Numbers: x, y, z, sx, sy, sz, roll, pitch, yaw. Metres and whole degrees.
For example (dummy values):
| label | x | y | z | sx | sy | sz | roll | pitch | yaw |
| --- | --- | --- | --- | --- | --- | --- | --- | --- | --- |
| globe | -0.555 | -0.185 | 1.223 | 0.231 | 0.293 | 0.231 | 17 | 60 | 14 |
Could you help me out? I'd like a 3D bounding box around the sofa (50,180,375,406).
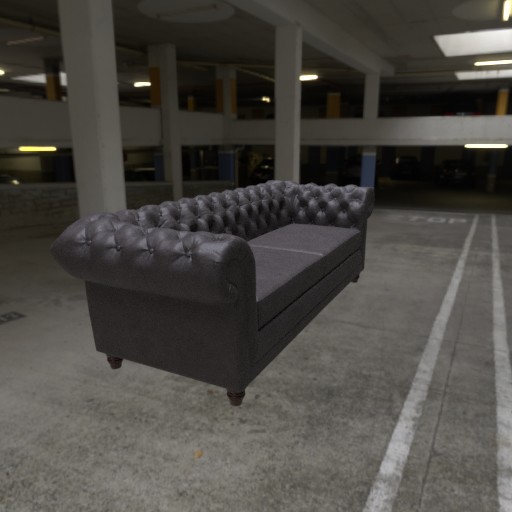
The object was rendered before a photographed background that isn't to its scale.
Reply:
| label | x | y | z | sx | sy | sz | roll | pitch | yaw |
| --- | --- | --- | --- | --- | --- | --- | --- | --- | --- |
| sofa | 0.000 | 0.000 | 2.818 | 0.944 | 0.783 | 2.385 | 7 | 16 | 26 |
